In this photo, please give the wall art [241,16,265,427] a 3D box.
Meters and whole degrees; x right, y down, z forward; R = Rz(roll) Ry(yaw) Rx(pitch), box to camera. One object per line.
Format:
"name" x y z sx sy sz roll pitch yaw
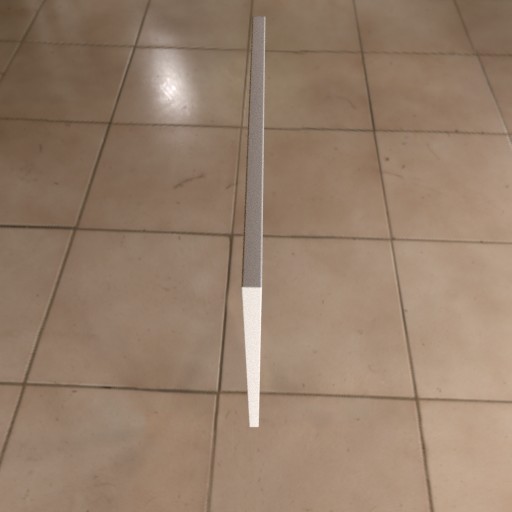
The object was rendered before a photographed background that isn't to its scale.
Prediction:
"wall art" 0.000 0.000 1.579 0.038 1.212 0.914 1 57 1
